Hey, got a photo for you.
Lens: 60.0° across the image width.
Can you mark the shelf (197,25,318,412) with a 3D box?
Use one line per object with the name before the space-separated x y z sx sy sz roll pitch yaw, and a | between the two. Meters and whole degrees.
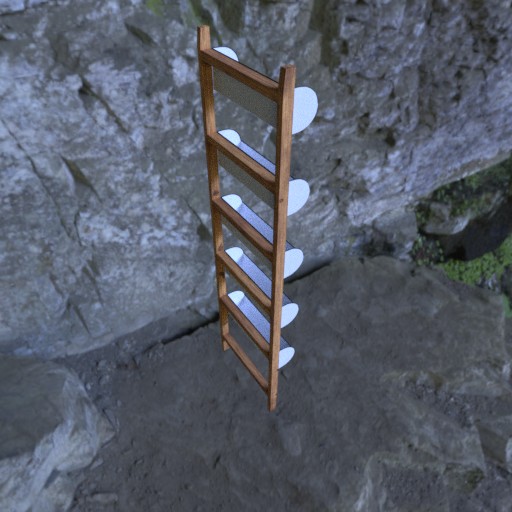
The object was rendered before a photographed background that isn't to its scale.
shelf | 0.000 0.000 1.767 0.141 1.600 0.454 -24 47 -25
